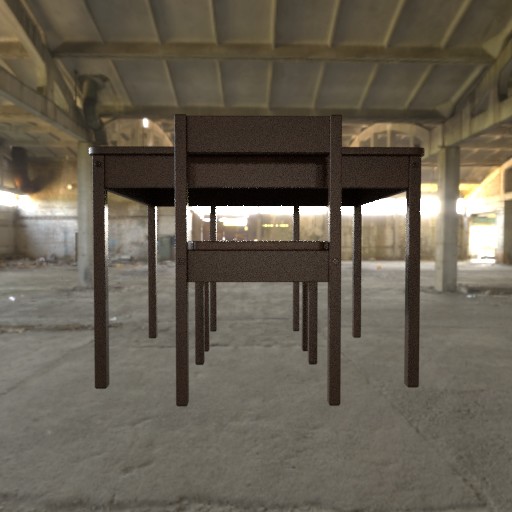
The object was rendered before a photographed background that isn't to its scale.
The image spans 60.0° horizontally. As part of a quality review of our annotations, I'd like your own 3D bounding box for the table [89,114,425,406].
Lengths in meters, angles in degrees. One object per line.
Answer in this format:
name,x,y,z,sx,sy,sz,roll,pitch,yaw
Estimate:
table,0.000,0.000,1.095,0.650,0.503,0.672,0,2,-1
